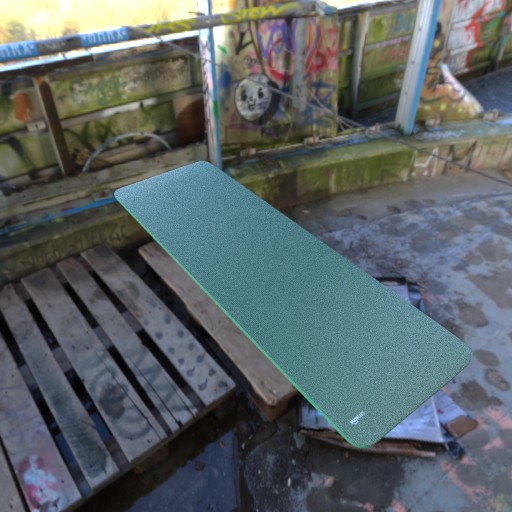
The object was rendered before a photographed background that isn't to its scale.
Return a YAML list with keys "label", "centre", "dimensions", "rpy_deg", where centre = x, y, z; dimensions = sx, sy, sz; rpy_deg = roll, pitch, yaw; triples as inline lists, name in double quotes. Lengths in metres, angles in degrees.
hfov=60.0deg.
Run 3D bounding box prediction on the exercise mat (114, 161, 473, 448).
- label: "exercise mat"
  centre: [0.000, 0.000, 2.035]
  dimensions: [0.616, 0.021, 1.869]
  rpy_deg: [-26, 46, -28]
